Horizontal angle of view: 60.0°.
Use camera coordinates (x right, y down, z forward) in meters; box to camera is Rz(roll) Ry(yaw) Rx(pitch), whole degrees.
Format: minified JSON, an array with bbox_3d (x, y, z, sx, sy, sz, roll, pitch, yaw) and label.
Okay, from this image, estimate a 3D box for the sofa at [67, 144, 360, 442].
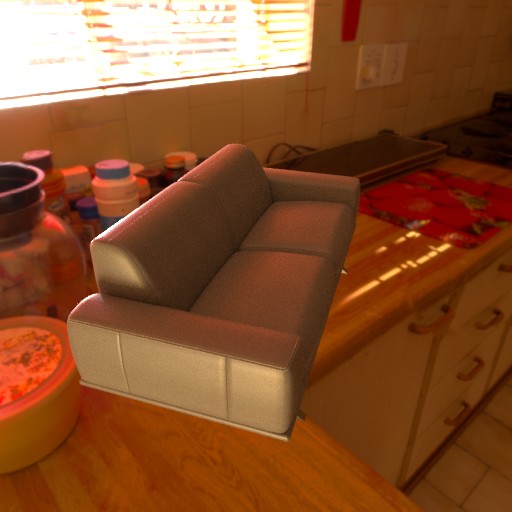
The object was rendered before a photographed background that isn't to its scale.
[{"bbox_3d":[0.000,0.000,2.358,0.900,0.772,1.901,9,31,16],"label":"sofa"}]
